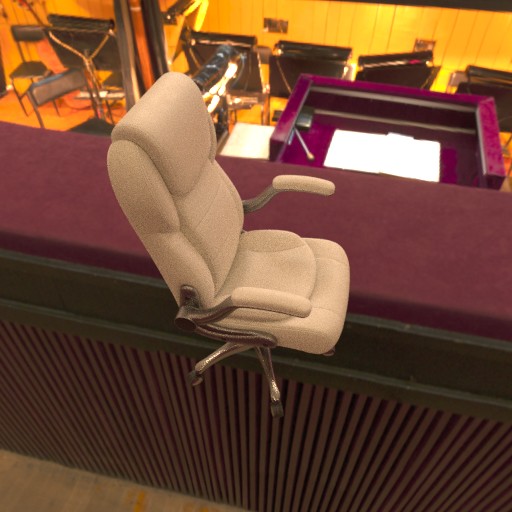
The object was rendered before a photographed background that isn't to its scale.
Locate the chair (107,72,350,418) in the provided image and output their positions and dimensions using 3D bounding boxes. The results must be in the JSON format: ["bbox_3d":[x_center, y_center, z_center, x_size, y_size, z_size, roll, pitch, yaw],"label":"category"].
[{"bbox_3d":[0.000,0.000,1.834,0.806,1.330,0.755,10,46,10],"label":"chair"}]
